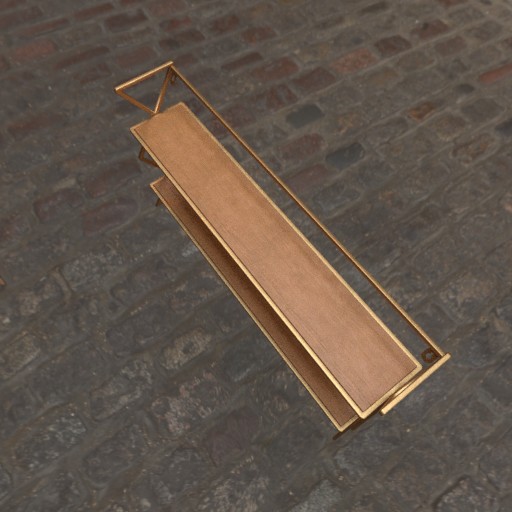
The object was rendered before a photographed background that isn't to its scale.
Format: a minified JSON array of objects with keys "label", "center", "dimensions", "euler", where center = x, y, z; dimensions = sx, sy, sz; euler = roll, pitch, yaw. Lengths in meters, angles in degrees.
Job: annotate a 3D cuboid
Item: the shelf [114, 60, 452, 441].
[{"label":"shelf","center":[0.000,0.000,1.014],"dimensions":[0.150,0.450,0.822],"euler":[-33,68,-16]}]
